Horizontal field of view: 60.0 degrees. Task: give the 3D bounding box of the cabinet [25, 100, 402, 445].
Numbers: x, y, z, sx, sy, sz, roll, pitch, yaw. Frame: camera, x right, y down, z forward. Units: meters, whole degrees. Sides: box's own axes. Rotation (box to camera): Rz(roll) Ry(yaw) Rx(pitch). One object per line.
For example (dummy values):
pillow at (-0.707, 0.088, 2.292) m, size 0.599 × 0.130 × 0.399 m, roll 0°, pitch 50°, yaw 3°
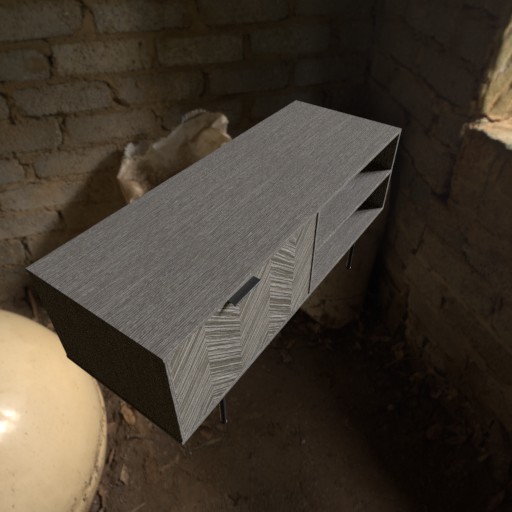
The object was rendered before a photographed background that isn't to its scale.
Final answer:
cabinet at (0.000, 0.000, 1.600) m, size 0.500 × 0.599 × 1.300 m, roll 25°, pitch 47°, yaw 26°
